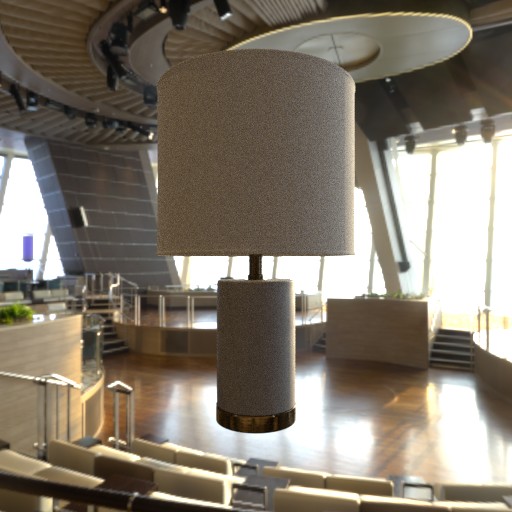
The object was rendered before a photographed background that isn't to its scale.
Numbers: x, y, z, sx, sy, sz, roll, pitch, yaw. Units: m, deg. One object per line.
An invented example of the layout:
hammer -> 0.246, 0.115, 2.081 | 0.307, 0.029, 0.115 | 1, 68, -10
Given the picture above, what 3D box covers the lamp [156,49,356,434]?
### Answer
lamp -> 0.000, 0.000, 0.521 | 0.229, 0.380, 0.229 | 0, -1, 0
